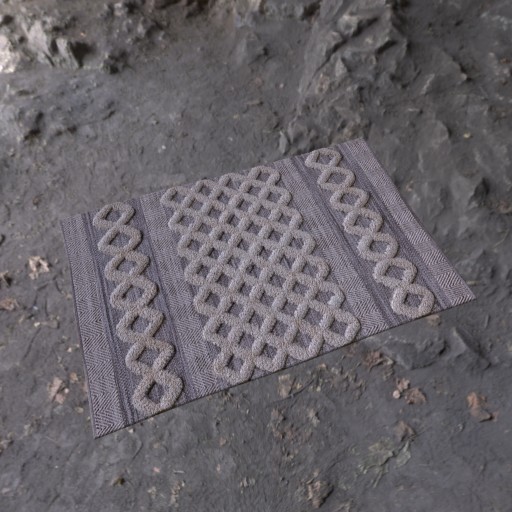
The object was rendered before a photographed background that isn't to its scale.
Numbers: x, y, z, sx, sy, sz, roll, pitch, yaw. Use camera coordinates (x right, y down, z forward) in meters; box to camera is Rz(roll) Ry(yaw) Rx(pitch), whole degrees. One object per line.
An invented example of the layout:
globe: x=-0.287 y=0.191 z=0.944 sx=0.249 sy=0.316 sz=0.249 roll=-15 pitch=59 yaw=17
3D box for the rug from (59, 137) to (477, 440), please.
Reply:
rug: x=0.000 y=0.000 z=2.867 sx=2.333 sy=0.033 sz=1.513 roll=-17 pitch=59 yaw=-11
